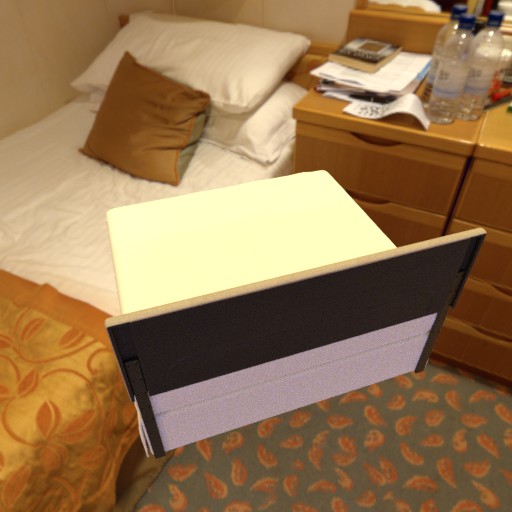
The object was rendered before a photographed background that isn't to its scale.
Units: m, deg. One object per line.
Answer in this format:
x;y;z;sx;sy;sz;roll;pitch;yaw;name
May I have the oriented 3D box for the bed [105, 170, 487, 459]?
0.000;0.000;3.337;2.170;1.346;1.914;-13;43;-14;bed
